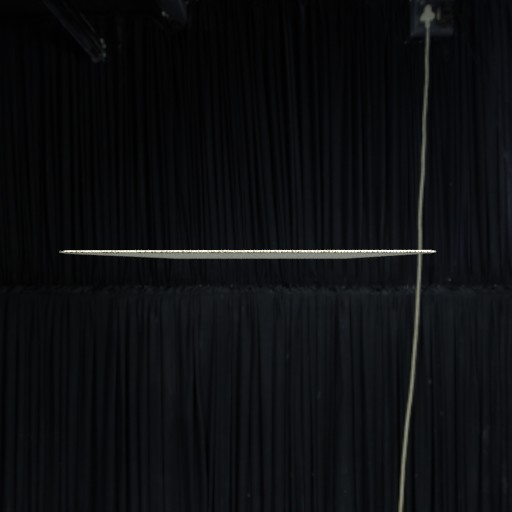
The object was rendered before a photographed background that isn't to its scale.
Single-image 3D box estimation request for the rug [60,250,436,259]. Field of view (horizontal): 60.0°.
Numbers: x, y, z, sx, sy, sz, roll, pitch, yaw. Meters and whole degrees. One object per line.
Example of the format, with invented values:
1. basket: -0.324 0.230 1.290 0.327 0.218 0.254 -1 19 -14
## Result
1. rug: 0.000 0.000 2.886 1.514 0.011 2.233 0 -1 2
